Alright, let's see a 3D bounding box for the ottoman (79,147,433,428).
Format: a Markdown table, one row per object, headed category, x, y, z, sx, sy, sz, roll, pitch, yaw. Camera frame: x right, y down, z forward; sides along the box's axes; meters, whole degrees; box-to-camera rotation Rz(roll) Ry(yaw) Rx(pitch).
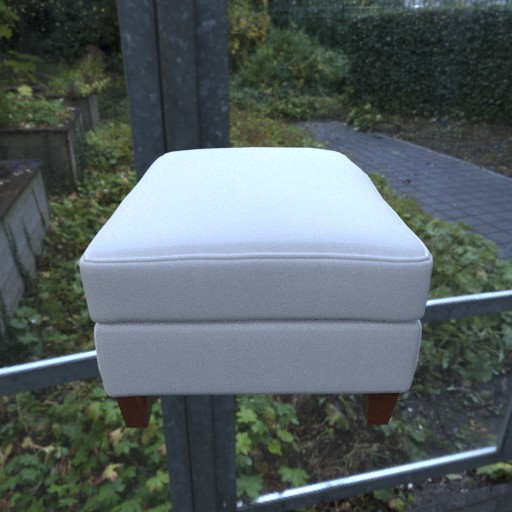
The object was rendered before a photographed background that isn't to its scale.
| category | x | y | z | sx | sy | sz | roll | pitch | yaw |
| --- | --- | --- | --- | --- | --- | --- | --- | --- | --- |
| ottoman | 0.000 | 0.000 | 1.183 | 0.634 | 0.479 | 0.818 | 0 | 25 | -1 |
